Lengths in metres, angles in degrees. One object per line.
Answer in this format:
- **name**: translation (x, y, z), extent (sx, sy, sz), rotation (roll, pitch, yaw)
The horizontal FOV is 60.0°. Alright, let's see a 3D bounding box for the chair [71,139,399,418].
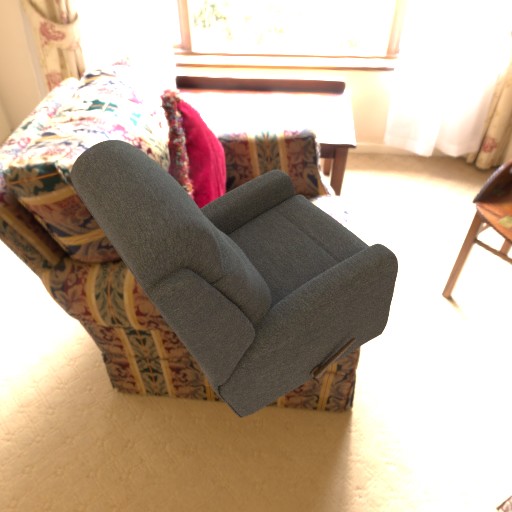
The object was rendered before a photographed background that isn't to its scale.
- **chair**: translation (0.000, 0.000, 1.720), extent (1.043, 1.013, 0.798), rotation (-25, 48, -25)
